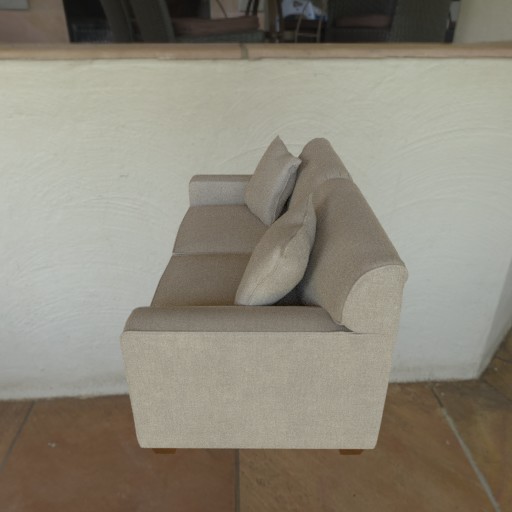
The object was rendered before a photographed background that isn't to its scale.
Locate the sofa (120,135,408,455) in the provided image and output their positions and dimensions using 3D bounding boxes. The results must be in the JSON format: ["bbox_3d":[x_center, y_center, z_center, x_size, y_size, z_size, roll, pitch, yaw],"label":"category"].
[{"bbox_3d":[0.000,0.000,2.386,0.998,0.958,1.846,0,27,0],"label":"sofa"}]
